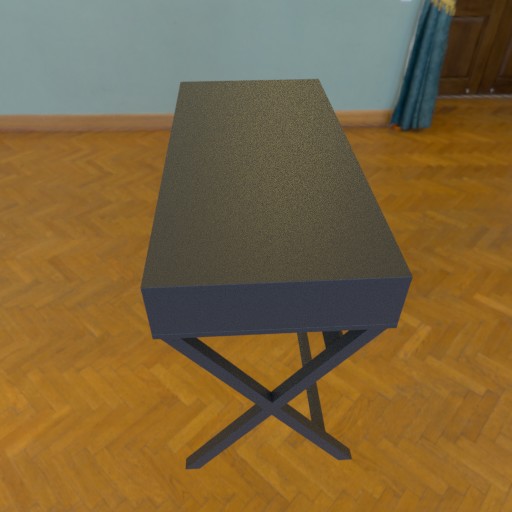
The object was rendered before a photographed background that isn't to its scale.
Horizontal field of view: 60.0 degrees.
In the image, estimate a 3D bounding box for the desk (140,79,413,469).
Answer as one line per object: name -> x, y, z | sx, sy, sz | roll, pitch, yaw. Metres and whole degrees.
desk -> 0.000, 0.000, 1.470 | 0.525, 0.780, 1.057 | -2, 41, -3
